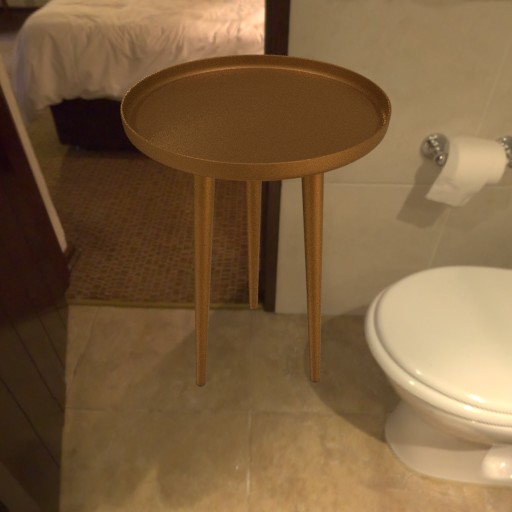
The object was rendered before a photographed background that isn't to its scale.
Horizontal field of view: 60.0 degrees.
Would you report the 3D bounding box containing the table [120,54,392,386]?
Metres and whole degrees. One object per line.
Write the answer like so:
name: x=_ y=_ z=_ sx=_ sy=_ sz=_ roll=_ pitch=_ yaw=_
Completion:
table: x=0.000 y=0.000 z=0.659 sx=0.299 sy=0.480 sz=0.299 roll=-25 pitch=47 yaw=-26
